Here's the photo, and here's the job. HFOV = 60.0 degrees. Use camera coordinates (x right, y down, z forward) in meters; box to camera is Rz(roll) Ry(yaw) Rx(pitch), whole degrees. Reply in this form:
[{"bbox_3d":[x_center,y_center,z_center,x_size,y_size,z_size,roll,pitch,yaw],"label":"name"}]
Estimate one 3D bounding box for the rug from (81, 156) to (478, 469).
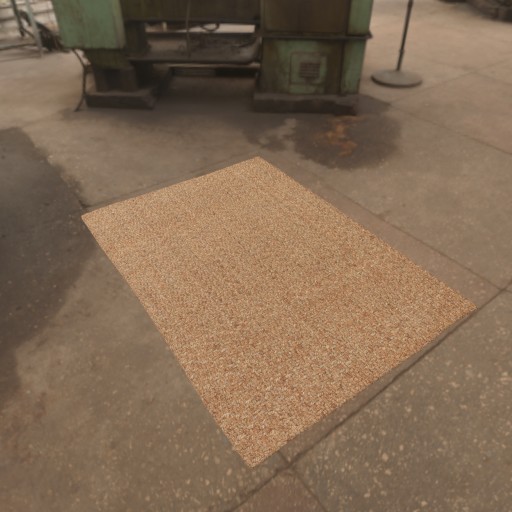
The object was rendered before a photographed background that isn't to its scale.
[{"bbox_3d":[0.000,0.000,2.772,1.566,0.013,2.141,-24,46,-26],"label":"rug"}]
